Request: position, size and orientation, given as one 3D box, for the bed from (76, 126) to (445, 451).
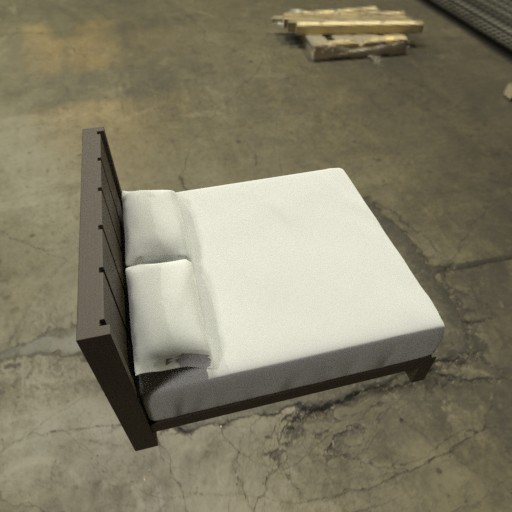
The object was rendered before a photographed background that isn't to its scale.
[{"bbox_3d":[0.000,0.000,3.056,1.992,1.261,1.735,-10,47,-10],"label":"bed"}]
